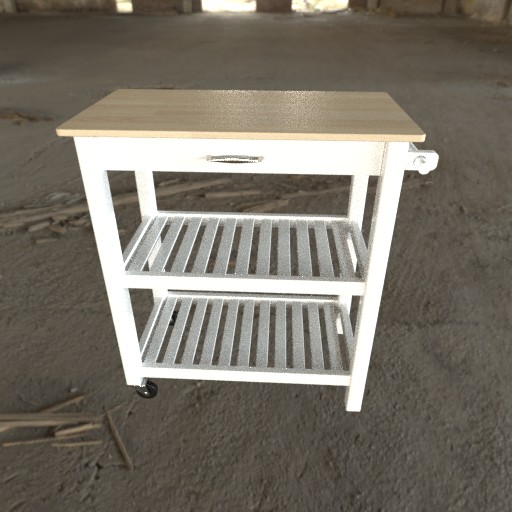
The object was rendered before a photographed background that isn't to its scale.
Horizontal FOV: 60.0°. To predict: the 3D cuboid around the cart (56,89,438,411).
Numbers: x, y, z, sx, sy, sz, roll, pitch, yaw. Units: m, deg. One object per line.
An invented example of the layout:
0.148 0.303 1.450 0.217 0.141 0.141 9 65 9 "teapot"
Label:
0.000 0.000 1.426 0.899 0.927 0.457 2 32 3 "cart"
